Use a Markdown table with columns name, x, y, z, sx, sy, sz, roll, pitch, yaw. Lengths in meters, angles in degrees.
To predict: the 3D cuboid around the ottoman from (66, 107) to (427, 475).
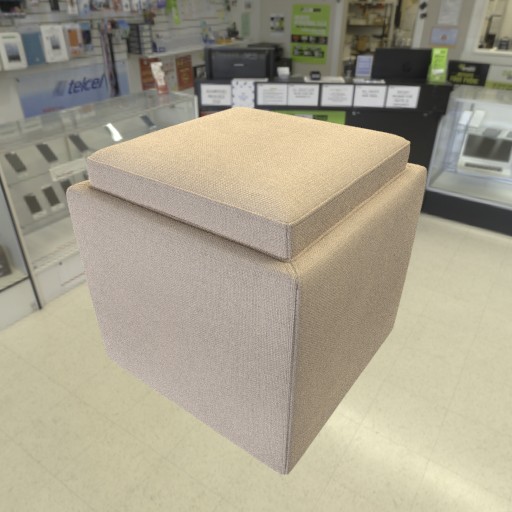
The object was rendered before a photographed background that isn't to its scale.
| name | x | y | z | sx | sy | sz | roll | pitch | yaw |
| --- | --- | --- | --- | --- | --- | --- | --- | --- | --- |
| ottoman | 0.000 | 0.000 | 0.823 | 0.450 | 0.460 | 0.451 | 21 | 38 | 30 |
